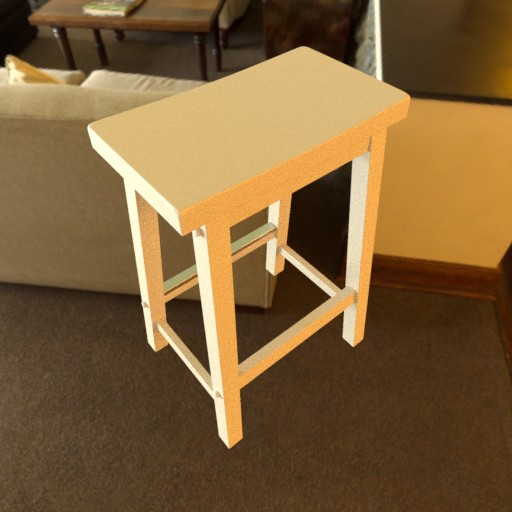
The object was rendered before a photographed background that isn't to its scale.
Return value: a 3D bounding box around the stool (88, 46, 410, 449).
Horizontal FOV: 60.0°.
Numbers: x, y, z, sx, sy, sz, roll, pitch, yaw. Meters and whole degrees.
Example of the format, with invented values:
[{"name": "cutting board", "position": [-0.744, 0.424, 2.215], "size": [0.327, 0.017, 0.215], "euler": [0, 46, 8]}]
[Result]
[{"name": "stool", "position": [0.000, 0.000, 0.846], "size": [0.406, 0.610, 0.322], "euler": [-31, 55, -26]}]
